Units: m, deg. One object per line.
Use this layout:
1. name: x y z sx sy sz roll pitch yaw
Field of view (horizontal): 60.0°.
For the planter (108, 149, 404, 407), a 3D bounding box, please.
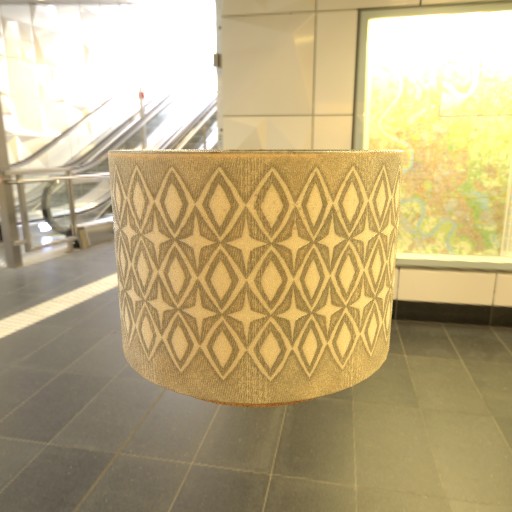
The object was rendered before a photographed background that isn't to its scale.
1. planter: 0.000 0.000 0.310 0.186 0.144 0.186 0 14 0
